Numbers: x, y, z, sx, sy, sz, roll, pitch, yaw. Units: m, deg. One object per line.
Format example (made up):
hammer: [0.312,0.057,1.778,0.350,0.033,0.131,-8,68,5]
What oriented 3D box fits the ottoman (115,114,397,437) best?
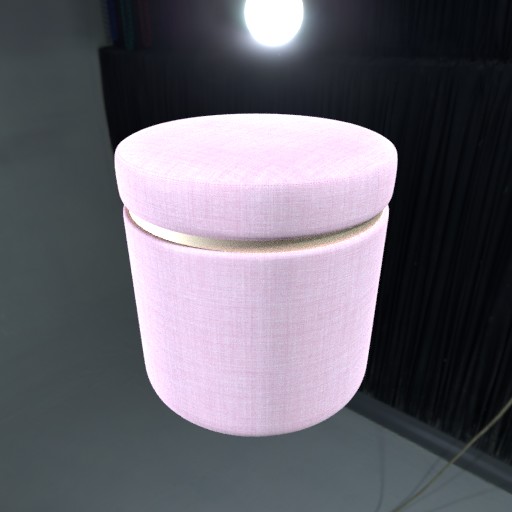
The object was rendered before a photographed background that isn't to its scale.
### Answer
ottoman: [0.000,0.000,0.728,0.400,0.406,0.400,0,27,0]
